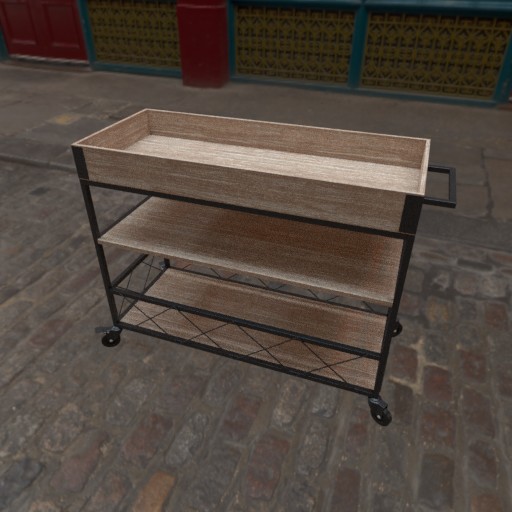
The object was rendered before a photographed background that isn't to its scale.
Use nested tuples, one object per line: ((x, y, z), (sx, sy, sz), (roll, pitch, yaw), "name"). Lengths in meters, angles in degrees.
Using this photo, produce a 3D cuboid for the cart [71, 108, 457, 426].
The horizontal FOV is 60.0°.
((0.000, 0.000, 1.495), (1.101, 0.787, 0.500), (11, 35, 17), "cart")
